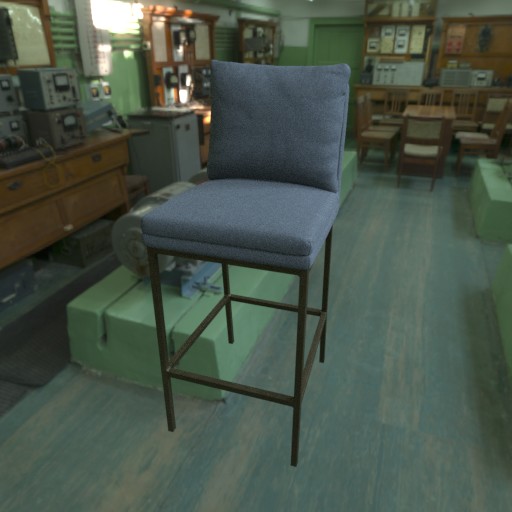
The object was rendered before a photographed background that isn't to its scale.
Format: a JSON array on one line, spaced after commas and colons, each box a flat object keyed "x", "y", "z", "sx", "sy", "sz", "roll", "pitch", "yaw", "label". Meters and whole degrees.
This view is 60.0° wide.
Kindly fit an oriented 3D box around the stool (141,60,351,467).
[{"x": 0.000, "y": 0.000, "z": 1.413, "sx": 0.463, "sy": 1.130, "sz": 0.569, "roll": 8, "pitch": 27, "yaw": 17, "label": "stool"}]
